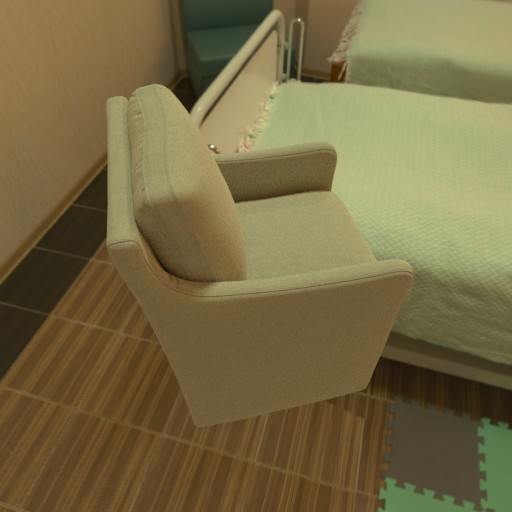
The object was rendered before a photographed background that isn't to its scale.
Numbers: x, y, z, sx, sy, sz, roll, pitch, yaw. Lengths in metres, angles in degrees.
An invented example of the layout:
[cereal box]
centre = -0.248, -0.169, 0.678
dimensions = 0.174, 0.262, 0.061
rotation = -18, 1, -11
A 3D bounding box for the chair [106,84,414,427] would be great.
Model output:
[chair]
centre = 0.000, 0.000, 1.334
dimensions = 0.694, 0.914, 0.626
rotation = -10, 47, -9
